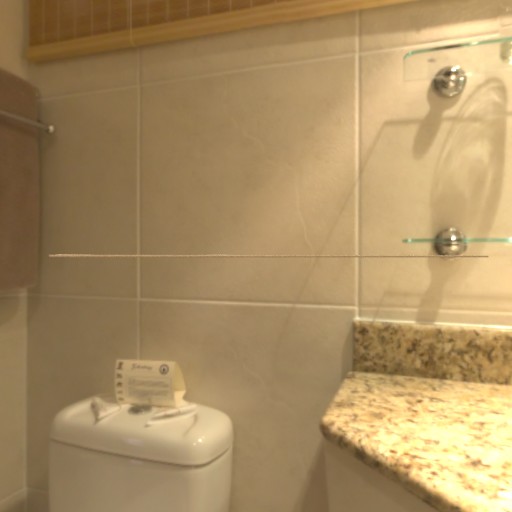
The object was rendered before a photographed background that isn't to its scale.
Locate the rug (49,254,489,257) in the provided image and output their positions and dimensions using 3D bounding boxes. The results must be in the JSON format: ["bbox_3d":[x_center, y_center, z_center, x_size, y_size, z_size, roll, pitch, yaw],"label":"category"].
[{"bbox_3d":[0.000,0.000,2.317,1.825,0.015,1.232,0,0,-18],"label":"rug"}]
